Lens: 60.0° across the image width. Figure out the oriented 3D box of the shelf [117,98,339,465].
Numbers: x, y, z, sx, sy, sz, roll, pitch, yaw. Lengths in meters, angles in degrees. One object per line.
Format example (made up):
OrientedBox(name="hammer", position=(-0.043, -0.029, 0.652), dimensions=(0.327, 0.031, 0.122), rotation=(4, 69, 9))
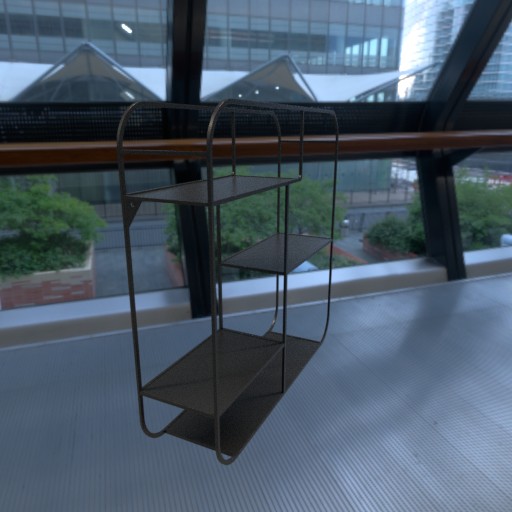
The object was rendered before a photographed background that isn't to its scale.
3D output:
OrientedBox(name="shelf", position=(0.000, 0.000, 0.939), dimensions=(0.160, 0.600, 0.600), rotation=(8, 18, 25))
